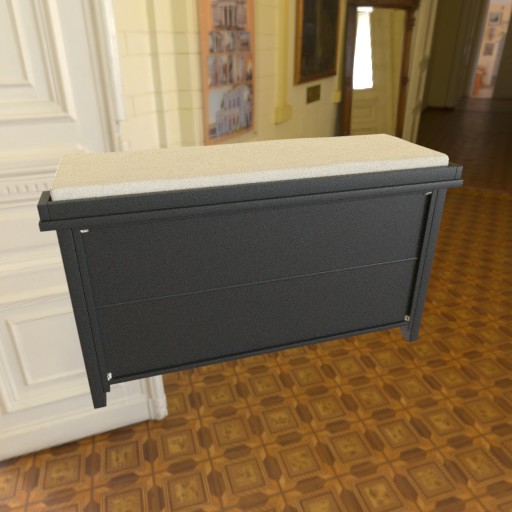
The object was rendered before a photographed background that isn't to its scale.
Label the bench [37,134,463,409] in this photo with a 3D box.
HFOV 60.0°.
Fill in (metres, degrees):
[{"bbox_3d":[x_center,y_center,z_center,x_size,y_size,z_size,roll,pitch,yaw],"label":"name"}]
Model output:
[{"bbox_3d":[0.000,0.000,1.214,0.973,0.561,0.345,-8,27,-16],"label":"bench"}]
